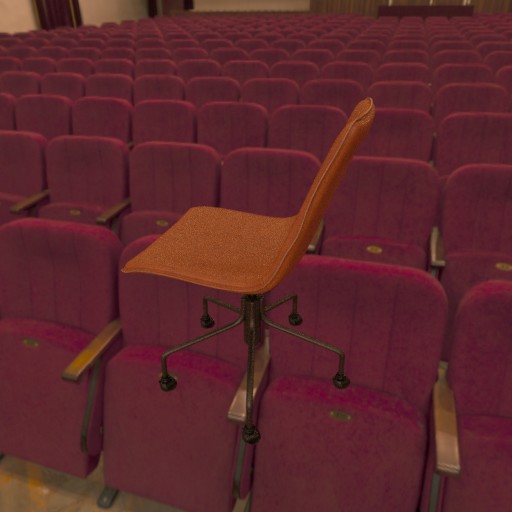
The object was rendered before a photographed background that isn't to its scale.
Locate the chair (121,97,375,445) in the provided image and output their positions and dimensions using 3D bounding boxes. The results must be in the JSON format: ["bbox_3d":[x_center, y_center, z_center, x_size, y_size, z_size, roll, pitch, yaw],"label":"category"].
[{"bbox_3d":[0.000,0.000,1.367,0.660,0.920,0.651,8,29,15],"label":"chair"}]
